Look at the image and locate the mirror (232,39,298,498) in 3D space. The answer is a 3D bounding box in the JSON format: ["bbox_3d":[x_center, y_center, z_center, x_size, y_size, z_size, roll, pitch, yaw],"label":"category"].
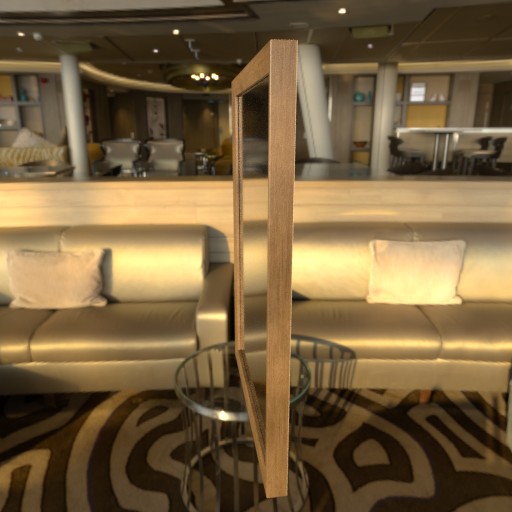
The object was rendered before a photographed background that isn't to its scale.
[{"bbox_3d":[0.000,0.000,0.899,0.040,0.710,0.507,-2,16,-8],"label":"mirror"}]
